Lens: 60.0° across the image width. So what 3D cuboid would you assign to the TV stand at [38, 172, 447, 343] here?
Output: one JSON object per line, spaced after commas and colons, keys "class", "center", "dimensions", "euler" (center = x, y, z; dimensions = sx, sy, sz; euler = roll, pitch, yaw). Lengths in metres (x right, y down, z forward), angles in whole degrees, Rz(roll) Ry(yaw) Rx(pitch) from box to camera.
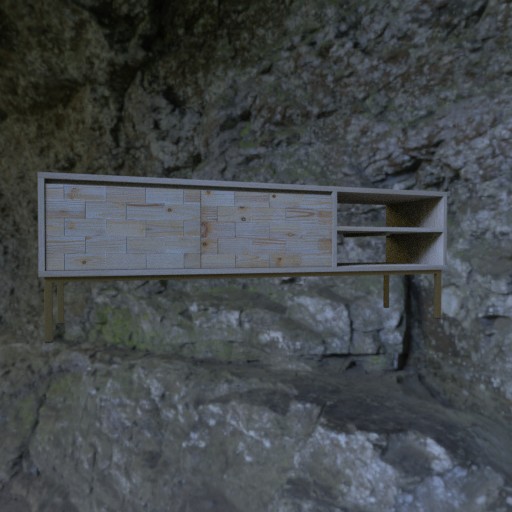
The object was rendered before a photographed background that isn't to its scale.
{"class": "TV stand", "center": [0.000, 0.000, 1.864], "dimensions": [1.600, 0.550, 0.420], "euler": [0, 1, -18]}
